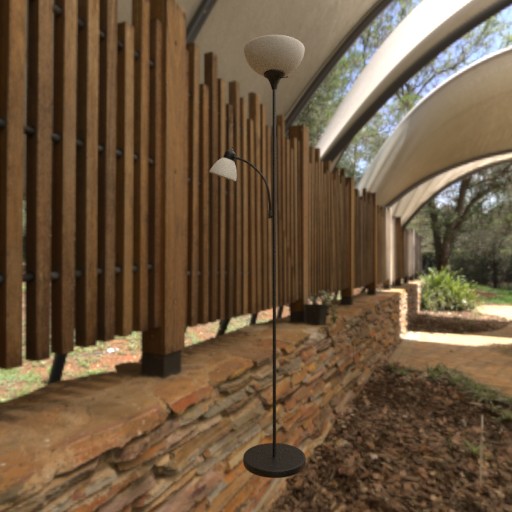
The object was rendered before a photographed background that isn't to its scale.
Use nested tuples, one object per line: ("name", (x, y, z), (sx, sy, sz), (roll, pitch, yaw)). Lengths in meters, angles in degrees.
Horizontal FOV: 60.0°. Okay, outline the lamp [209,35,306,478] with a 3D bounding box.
("lamp", (0.000, 0.000, 1.969), (0.442, 1.804, 0.279), (0, 0, 20))
